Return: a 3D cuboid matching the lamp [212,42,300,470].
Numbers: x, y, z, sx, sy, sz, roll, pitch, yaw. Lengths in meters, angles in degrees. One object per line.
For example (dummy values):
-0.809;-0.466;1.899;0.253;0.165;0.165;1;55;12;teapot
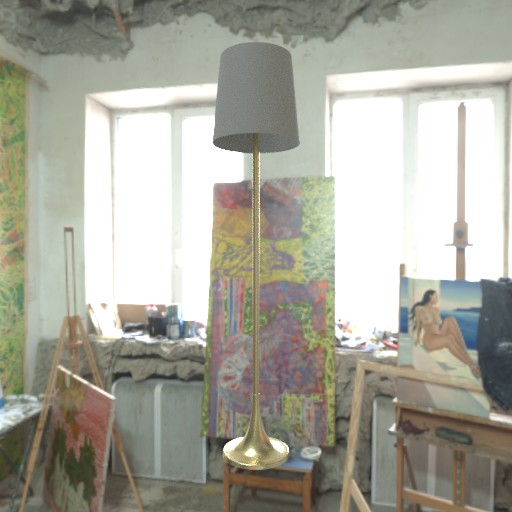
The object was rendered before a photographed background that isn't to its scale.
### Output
0.000;0.000;1.720;0.337;1.543;0.337;0;1;0;lamp
